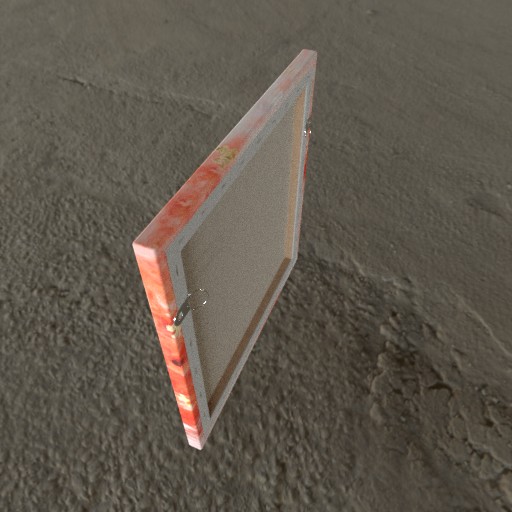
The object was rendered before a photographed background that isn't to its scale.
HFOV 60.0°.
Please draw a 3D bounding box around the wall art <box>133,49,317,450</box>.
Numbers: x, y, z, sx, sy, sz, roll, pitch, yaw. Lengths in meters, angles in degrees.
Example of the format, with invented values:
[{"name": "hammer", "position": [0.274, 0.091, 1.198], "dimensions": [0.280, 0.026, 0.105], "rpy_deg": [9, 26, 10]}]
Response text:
[{"name": "wall art", "position": [0.000, 0.000, 1.123], "dimensions": [0.064, 0.746, 0.747], "rpy_deg": [17, 49, 16]}]
